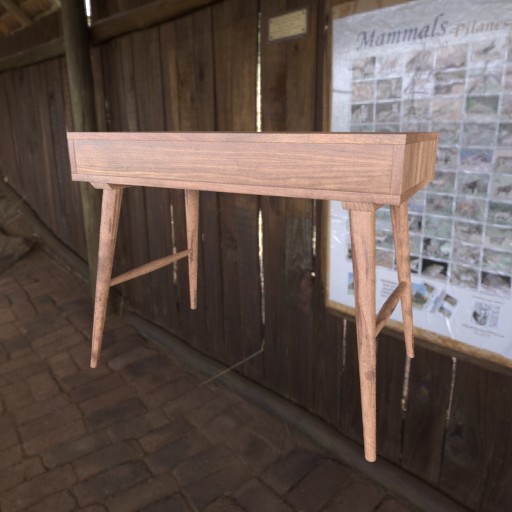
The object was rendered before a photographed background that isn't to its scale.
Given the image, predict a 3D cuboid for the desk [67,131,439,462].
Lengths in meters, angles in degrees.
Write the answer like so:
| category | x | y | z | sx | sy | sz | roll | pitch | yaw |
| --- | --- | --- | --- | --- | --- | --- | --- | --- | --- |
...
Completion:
| category | x | y | z | sx | sy | sz | roll | pitch | yaw |
| --- | --- | --- | --- | --- | --- | --- | --- | --- | --- |
| desk | 0.000 | 0.000 | 1.409 | 0.949 | 0.758 | 0.588 | 8 | 18 | 27 |
